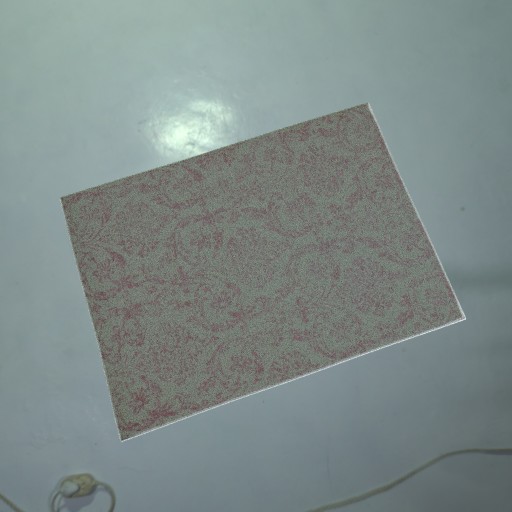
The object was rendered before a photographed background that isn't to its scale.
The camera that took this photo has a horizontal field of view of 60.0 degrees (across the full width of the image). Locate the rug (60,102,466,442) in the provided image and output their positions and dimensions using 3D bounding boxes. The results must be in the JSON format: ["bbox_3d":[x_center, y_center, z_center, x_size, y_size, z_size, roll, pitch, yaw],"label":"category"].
[{"bbox_3d":[0.000,0.000,2.837,2.202,0.014,1.598,-18,77,-4],"label":"rug"}]
